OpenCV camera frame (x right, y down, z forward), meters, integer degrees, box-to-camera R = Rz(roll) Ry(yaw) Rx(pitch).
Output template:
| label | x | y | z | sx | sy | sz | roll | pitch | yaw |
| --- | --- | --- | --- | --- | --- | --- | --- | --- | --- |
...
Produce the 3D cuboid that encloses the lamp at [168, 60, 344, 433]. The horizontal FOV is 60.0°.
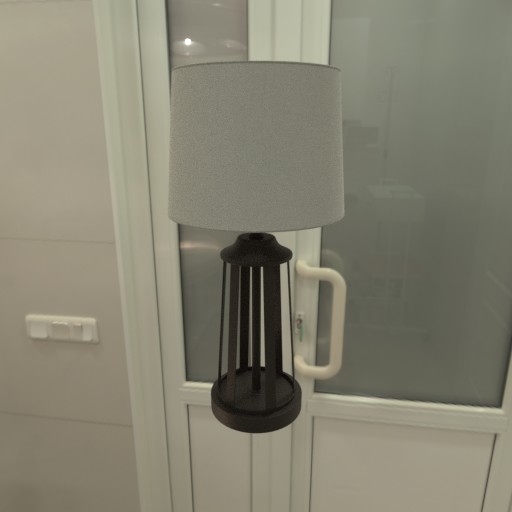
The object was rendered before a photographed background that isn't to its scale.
| label | x | y | z | sx | sy | sz | roll | pitch | yaw |
| --- | --- | --- | --- | --- | --- | --- | --- | --- | --- |
| lamp | 0.000 | 0.000 | 0.660 | 0.251 | 0.509 | 0.251 | 0 | 17 | 0 |
